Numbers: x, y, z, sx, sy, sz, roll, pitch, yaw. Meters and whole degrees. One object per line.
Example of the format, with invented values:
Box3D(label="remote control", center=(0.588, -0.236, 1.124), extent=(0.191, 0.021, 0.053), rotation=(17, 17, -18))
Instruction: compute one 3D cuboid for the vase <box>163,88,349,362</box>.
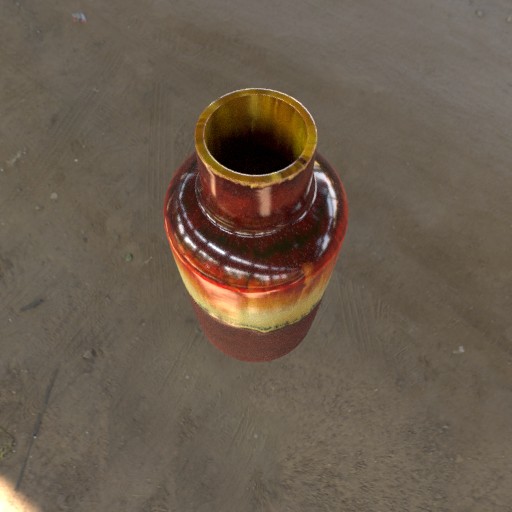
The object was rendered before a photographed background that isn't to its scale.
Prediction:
Box3D(label="vase", center=(0.000, 0.000, 0.322), extent=(0.111, 0.261, 0.111), rotation=(0, 64, 0))
